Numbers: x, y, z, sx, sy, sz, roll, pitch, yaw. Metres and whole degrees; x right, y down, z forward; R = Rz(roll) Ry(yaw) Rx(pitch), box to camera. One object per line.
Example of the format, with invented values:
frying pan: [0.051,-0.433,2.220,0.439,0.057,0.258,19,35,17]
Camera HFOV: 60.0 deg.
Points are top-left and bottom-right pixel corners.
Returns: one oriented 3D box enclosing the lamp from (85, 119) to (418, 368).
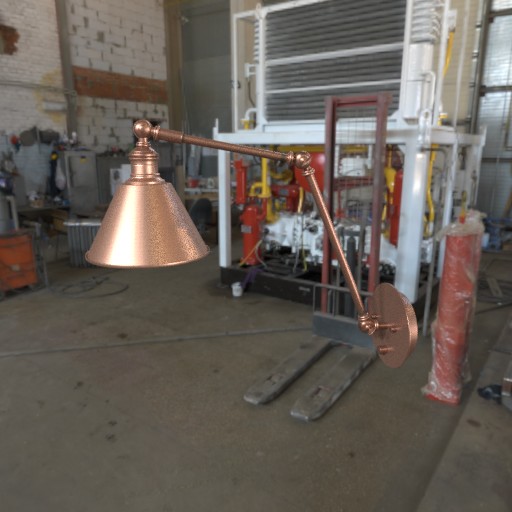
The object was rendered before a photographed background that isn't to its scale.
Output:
lamp: [0.000,0.000,0.858,0.624,0.502,0.223,-2,14,-9]
